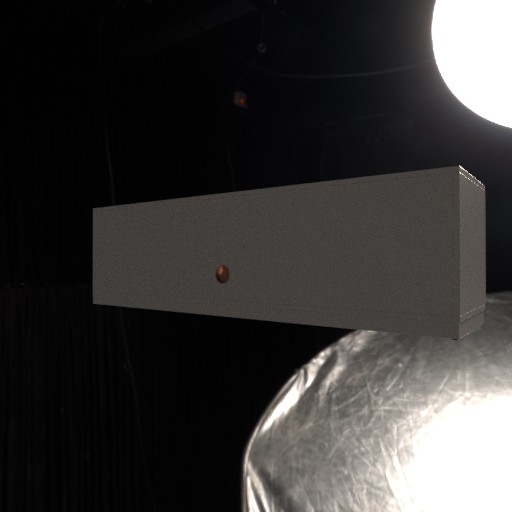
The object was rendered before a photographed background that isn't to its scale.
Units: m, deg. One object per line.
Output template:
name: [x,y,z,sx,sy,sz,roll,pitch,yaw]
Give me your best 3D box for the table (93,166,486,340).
table: [0.000,0.000,1.724,1.550,0.440,0.400,0,-1,36]
